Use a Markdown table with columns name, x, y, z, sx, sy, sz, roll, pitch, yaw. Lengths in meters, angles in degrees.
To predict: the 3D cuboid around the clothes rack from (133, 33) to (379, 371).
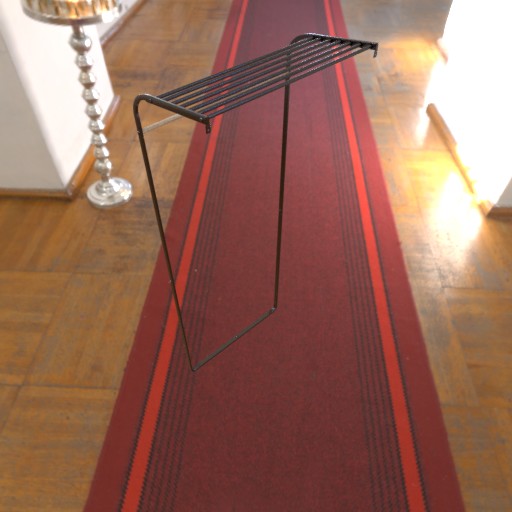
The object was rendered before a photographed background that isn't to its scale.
| name | x | y | z | sx | sy | sz | roll | pitch | yaw |
| --- | --- | --- | --- | --- | --- | --- | --- | --- | --- |
| clothes rack | 0.000 | 0.000 | 1.752 | 0.609 | 1.574 | 0.349 | -33 | 55 | -27 |
